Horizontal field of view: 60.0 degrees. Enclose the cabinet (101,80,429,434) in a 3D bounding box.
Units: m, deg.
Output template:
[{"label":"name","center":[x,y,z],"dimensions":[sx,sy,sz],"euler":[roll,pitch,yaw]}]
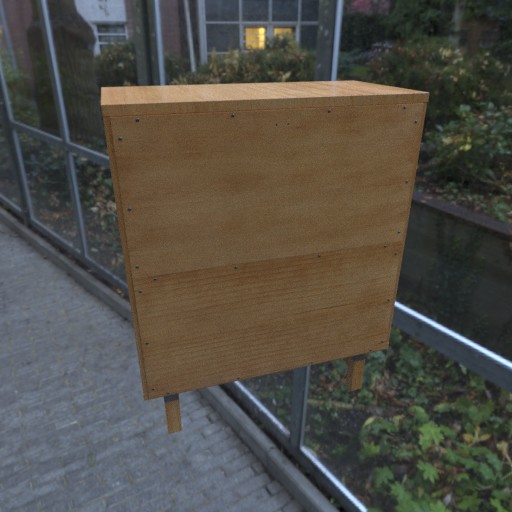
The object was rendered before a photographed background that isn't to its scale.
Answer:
[{"label":"cabinet","center":[0.000,0.000,1.417],"dimensions":[0.800,1.001,0.419],"euler":[-8,27,-16]}]
